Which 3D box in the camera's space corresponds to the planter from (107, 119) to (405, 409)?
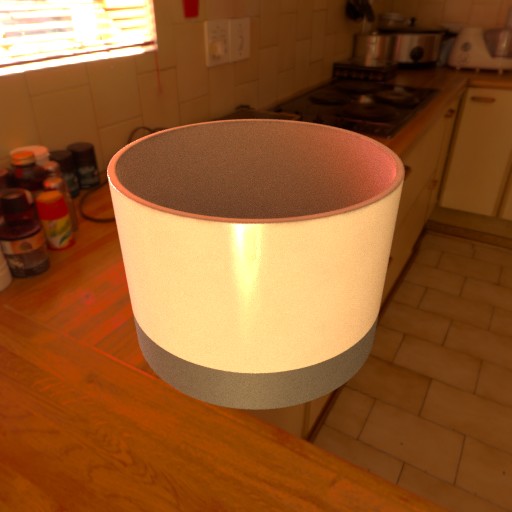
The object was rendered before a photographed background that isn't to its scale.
[{"bbox_3d":[0.000,0.000,0.226,0.128,0.105,0.128,0,32,0],"label":"planter"}]
